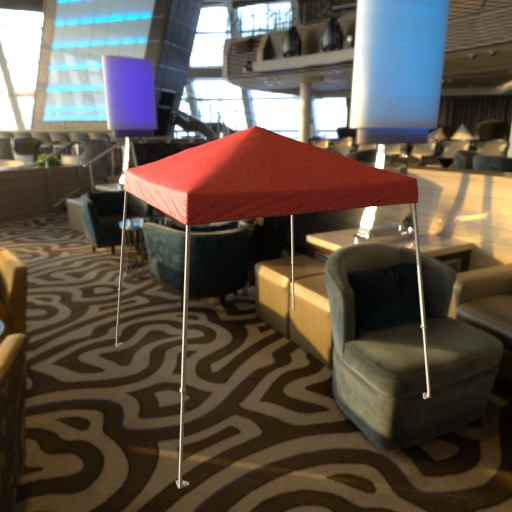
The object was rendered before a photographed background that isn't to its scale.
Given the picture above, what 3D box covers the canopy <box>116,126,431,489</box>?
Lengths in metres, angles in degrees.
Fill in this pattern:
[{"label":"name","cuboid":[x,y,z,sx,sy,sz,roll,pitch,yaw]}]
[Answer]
[{"label":"canopy","cuboid":[0.000,0.000,6.384,3.600,3.600,3.599,-8,18,-26]}]
